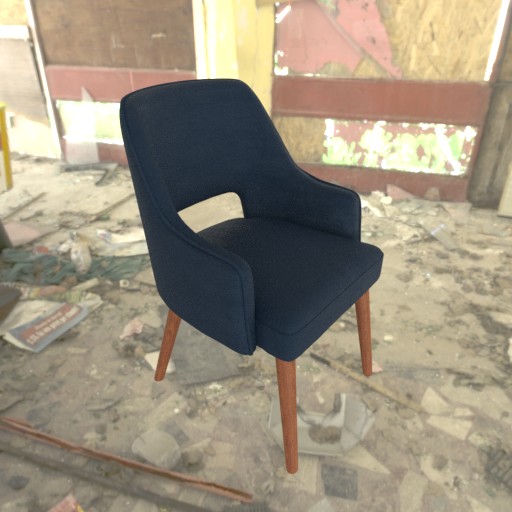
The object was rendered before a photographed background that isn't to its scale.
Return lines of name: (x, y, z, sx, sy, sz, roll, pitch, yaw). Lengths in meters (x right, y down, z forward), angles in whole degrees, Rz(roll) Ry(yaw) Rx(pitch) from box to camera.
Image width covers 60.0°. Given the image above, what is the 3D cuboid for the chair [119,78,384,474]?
chair: (0.000, 0.000, 1.203, 0.591, 0.844, 0.559, 21, 35, 33)
